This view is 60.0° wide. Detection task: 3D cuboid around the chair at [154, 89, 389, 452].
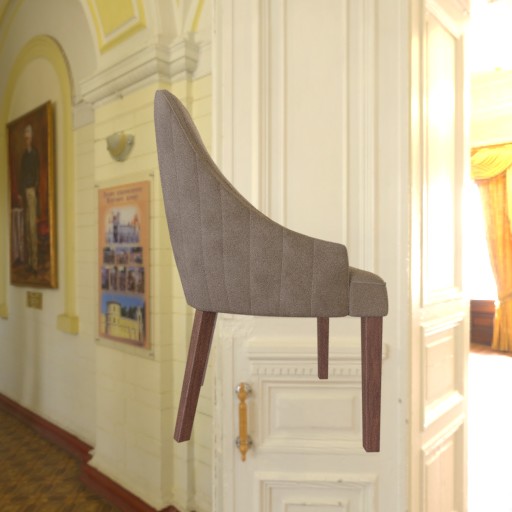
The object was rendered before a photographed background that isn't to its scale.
[{"bbox_3d":[0.000,0.000,1.294,0.575,0.889,0.643,0,1,-3],"label":"chair"}]
